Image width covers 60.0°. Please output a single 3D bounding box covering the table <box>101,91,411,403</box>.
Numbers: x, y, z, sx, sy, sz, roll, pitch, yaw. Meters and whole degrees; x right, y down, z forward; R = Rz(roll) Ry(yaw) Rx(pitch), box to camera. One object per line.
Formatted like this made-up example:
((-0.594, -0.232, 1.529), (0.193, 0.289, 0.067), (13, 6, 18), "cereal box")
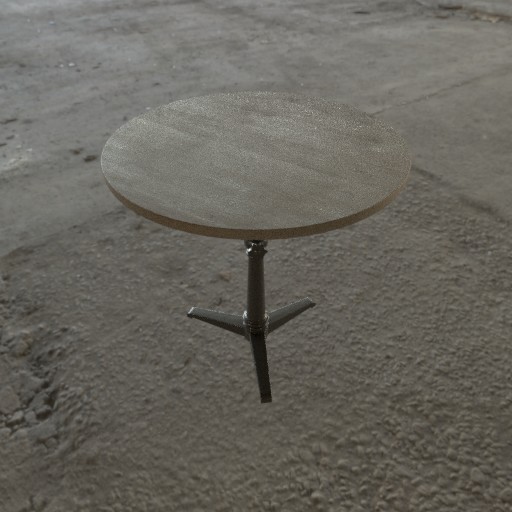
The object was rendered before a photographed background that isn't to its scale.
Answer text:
((0.000, 0.000, 1.429), (0.800, 0.780, 0.800), (0, 39, 0), "table")
